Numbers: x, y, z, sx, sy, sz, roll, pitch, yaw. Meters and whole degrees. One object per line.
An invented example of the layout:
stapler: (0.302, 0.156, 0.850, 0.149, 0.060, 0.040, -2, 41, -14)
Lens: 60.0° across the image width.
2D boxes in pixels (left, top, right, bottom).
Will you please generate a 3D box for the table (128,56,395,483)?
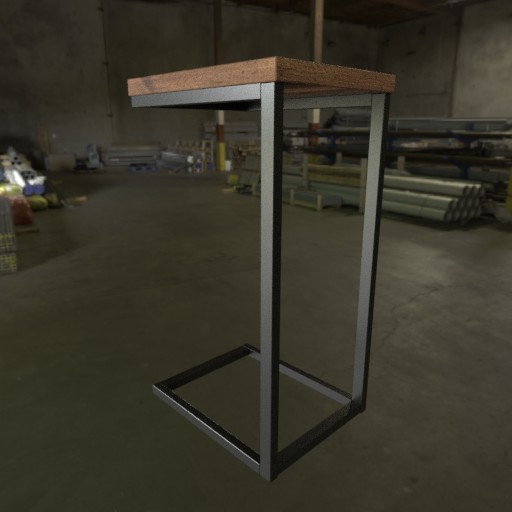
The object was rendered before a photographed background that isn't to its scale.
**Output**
table: (0.000, 0.000, 0.954, 0.323, 0.718, 0.414, -15, 22, -42)
